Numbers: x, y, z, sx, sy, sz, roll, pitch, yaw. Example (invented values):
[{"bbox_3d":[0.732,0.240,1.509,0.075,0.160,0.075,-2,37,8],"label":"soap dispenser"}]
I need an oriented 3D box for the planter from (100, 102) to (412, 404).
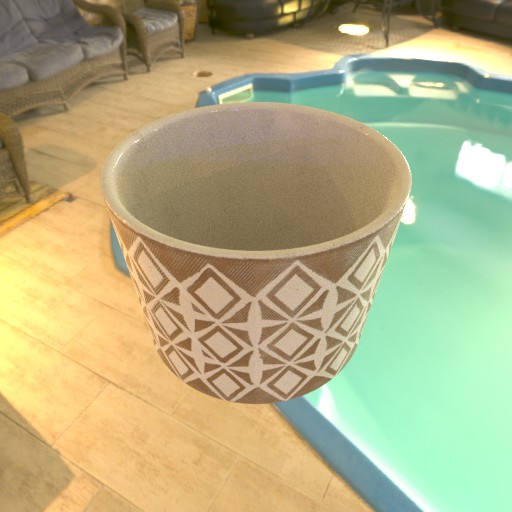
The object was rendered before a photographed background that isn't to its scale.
[{"bbox_3d":[0.000,0.000,0.453,0.260,0.220,0.260,0,40,0],"label":"planter"}]
